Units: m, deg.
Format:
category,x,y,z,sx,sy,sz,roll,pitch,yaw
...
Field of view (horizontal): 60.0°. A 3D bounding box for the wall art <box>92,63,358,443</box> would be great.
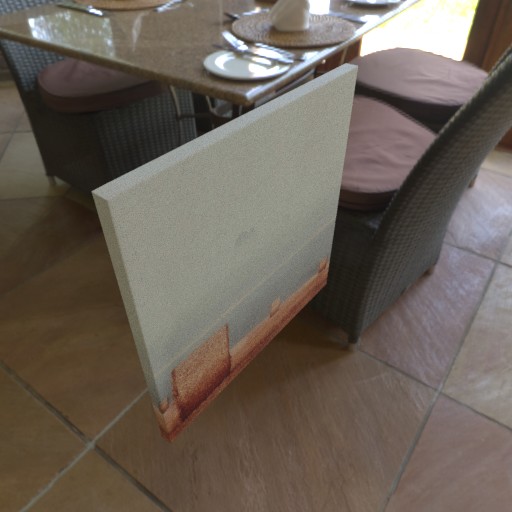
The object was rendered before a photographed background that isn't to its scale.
category,x,y,z,sx,sy,sz,roll,pitch,yaw
wall art,0.000,0.000,0.607,0.023,0.405,0.405,28,48,28
